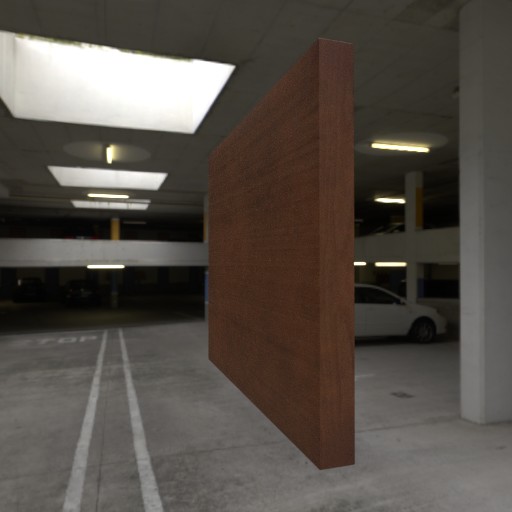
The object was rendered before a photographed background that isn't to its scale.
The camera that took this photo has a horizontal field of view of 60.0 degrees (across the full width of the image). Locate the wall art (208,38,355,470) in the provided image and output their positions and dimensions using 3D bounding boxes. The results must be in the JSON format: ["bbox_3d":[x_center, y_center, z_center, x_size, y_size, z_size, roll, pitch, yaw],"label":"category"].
[{"bbox_3d":[0.000,0.000,0.531,0.030,0.328,0.401,0,-1,-18],"label":"wall art"}]
